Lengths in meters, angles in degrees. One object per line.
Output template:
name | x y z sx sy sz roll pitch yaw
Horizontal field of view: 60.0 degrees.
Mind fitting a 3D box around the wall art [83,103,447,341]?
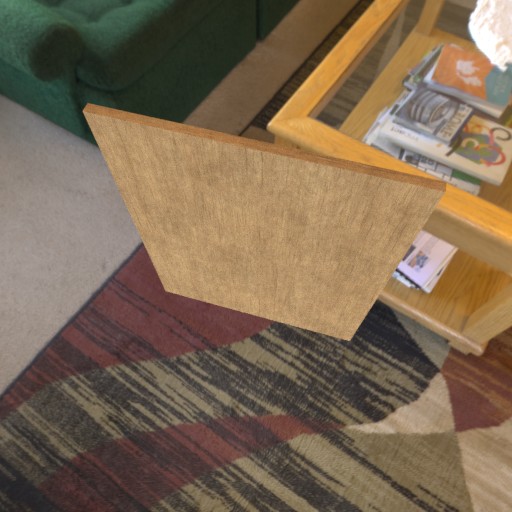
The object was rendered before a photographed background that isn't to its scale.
wall art | 0.000 0.000 0.936 0.534 0.686 0.018 14 63 7
